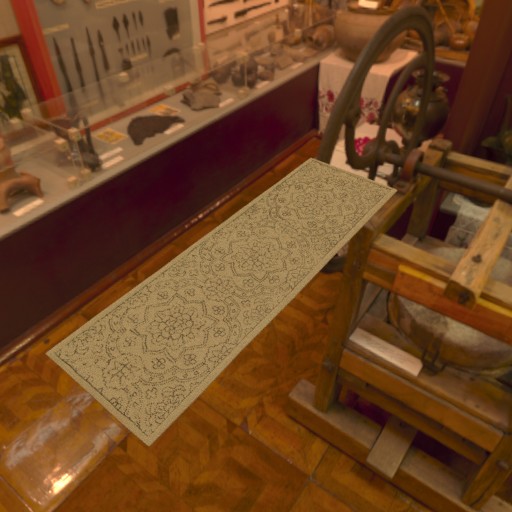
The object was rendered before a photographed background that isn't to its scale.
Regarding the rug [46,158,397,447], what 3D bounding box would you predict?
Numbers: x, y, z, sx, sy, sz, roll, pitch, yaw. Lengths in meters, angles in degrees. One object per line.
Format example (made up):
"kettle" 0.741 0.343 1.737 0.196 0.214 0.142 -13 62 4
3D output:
"rug" 0.000 0.000 2.753 0.769 0.012 2.448 28 49 27
